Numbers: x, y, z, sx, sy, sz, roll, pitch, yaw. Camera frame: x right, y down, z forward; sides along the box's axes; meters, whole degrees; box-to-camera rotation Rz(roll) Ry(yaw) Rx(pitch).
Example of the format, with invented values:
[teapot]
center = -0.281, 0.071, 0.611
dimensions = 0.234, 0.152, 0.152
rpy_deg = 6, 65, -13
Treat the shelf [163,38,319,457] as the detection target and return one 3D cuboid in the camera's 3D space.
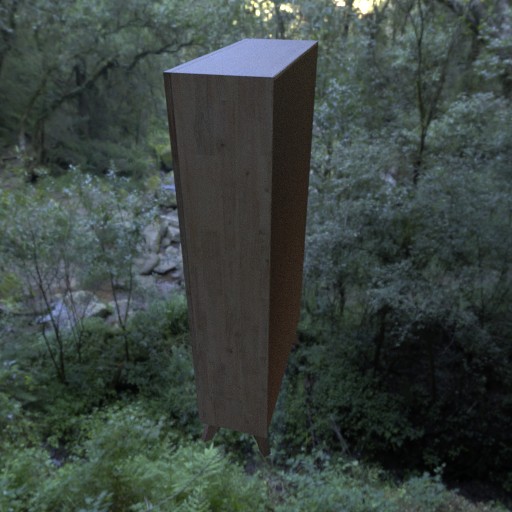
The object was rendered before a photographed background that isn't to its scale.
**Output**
[shelf]
center = 0.000, 0.000, 1.752
dimensions = 0.308, 1.471, 0.748
rpy_deg = 8, 33, 13
